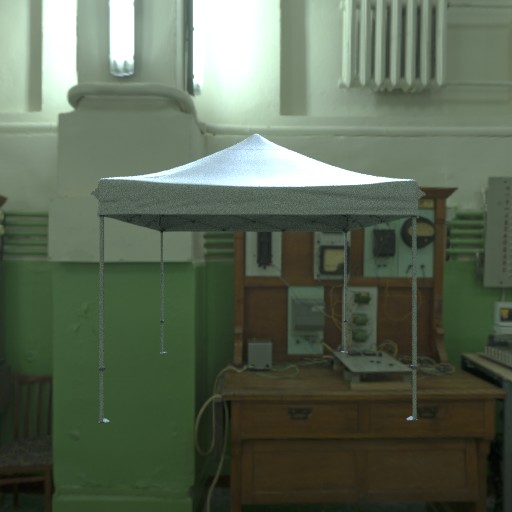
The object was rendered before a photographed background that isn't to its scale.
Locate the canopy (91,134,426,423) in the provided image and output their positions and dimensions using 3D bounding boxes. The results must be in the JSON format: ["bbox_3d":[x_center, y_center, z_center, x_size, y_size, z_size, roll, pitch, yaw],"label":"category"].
[{"bbox_3d":[0.000,0.000,5.453,2.994,2.998,2.996,0,0,-1],"label":"canopy"}]
